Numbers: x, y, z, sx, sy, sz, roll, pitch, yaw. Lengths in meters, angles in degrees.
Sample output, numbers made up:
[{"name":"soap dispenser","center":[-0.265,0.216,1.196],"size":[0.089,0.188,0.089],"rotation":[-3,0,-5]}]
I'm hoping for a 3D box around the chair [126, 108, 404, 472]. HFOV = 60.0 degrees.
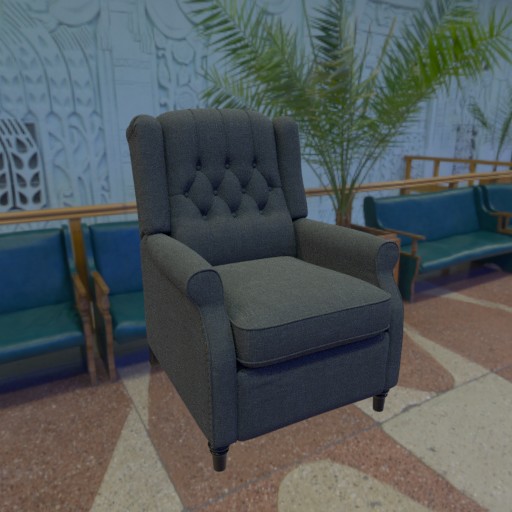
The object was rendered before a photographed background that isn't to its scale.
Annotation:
[{"name":"chair","center":[0.000,0.000,1.593],"size":[0.742,1.035,0.898],"rotation":[-8,18,-26]}]
